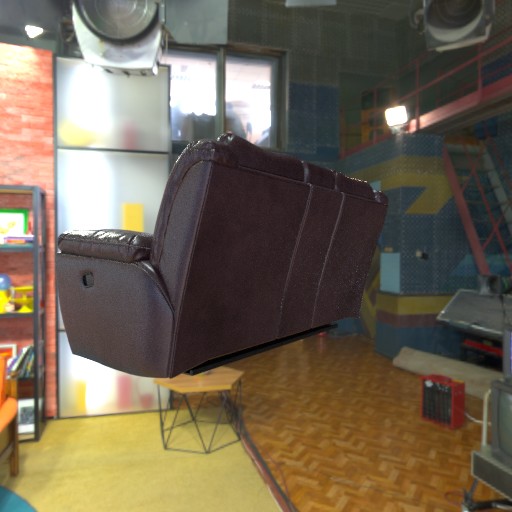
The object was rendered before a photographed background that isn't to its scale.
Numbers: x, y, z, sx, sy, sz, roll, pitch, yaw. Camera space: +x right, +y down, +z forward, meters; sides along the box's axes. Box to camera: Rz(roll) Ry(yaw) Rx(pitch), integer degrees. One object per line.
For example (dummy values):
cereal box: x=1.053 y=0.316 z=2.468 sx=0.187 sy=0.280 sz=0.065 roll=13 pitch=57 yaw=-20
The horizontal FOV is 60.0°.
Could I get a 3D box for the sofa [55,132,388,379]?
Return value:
sofa: x=0.000 y=0.000 z=2.665 sx=0.991 sy=1.043 sz=2.058 roll=0 pitch=1 yaw=35
